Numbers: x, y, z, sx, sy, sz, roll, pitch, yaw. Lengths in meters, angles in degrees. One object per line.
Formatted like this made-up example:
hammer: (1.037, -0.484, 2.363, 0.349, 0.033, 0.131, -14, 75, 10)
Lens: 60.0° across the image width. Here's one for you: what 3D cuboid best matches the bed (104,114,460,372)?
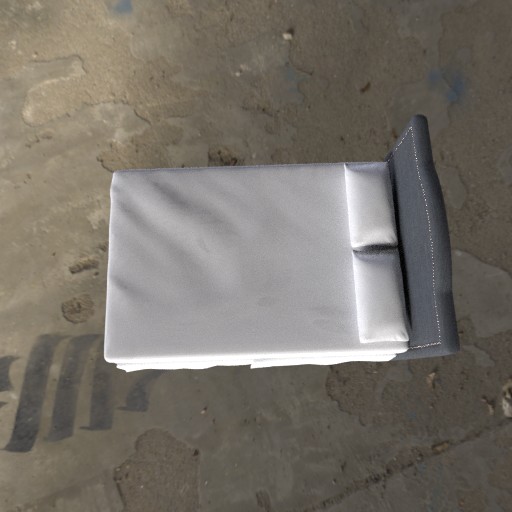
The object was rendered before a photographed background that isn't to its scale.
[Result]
bed: (0.000, 0.000, 3.562, 2.507, 1.441, 1.747, -2, 76, 0)
